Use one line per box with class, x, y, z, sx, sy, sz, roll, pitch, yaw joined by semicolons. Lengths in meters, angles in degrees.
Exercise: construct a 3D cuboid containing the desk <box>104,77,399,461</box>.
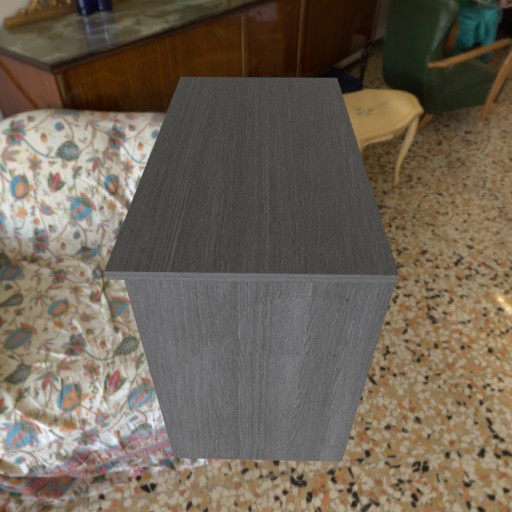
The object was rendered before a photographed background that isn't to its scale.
desk;0.000;0.000;1.320;0.498;0.724;0.893;1;42;1
